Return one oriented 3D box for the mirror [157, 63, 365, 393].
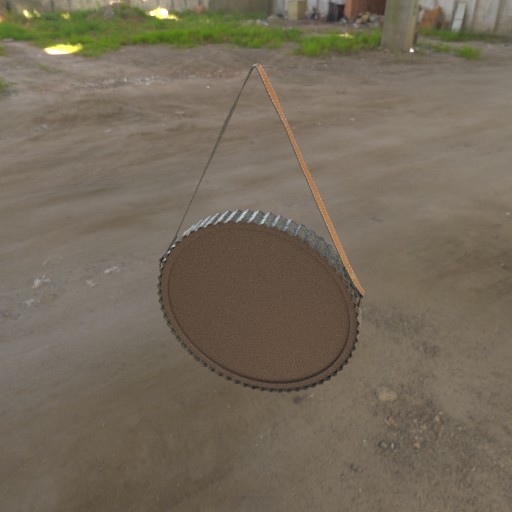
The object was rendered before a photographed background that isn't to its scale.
[{"bbox_3d":[0.000,0.000,0.709,0.355,0.568,0.042,9,32,15],"label":"mirror"}]
